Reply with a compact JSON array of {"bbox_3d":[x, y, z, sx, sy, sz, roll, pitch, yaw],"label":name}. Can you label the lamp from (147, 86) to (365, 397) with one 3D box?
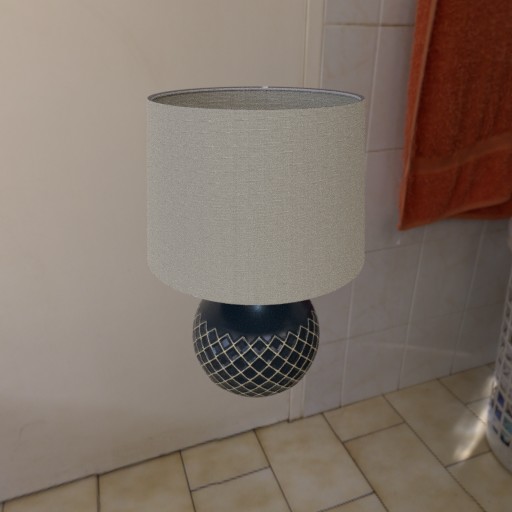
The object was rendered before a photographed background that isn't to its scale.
[{"bbox_3d":[0.000,0.000,0.790,0.376,0.540,0.376,0,26,0],"label":"lamp"}]
